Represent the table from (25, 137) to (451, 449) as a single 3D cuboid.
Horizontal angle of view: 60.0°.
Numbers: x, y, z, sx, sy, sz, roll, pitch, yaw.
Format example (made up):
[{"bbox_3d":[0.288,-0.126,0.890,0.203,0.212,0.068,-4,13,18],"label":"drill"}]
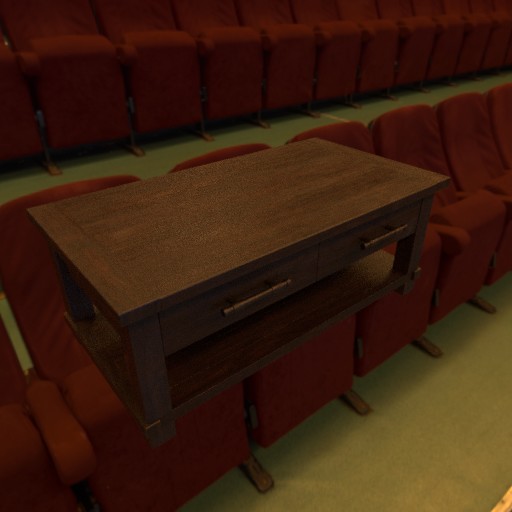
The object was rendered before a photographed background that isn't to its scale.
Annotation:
[{"bbox_3d":[0.000,0.000,1.599,1.270,0.494,0.700,-22,37,-33],"label":"table"}]
